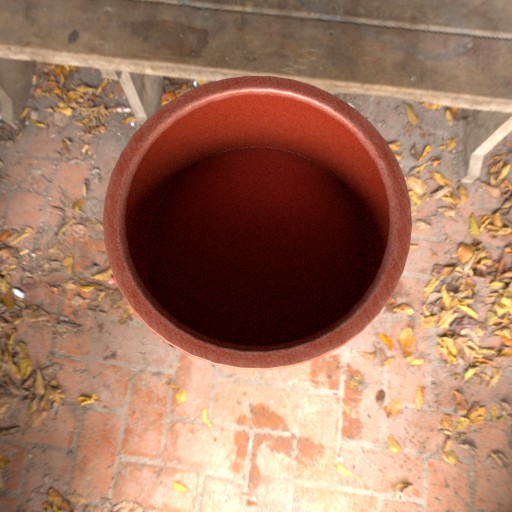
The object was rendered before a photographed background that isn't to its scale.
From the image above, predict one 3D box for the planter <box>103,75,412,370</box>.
[{"bbox_3d":[0.000,0.000,0.713,0.345,0.465,0.354,-21,77,-5],"label":"planter"}]
